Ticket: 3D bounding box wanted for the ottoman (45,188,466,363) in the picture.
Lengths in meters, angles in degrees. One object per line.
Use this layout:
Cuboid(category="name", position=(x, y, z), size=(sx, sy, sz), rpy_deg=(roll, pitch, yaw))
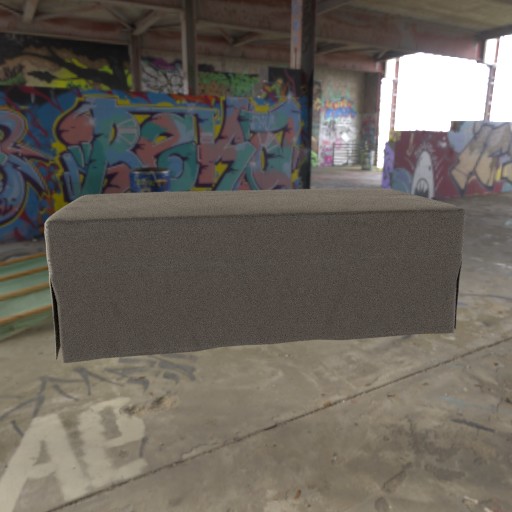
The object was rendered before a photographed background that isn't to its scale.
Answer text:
Cuboid(category="ottoman", position=(0.000, 0.000, 1.712), size=(1.388, 0.457, 0.665), rpy_deg=(-2, 15, -9))
